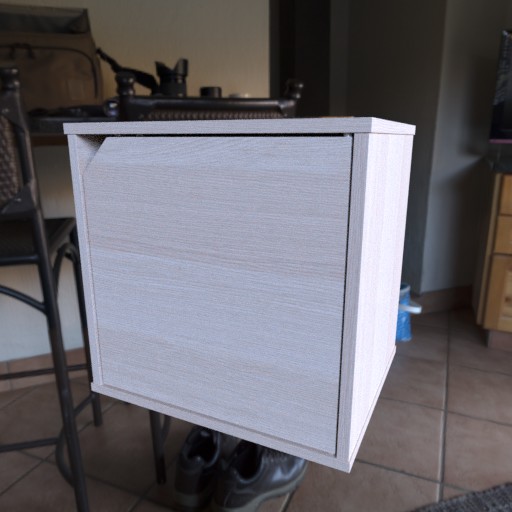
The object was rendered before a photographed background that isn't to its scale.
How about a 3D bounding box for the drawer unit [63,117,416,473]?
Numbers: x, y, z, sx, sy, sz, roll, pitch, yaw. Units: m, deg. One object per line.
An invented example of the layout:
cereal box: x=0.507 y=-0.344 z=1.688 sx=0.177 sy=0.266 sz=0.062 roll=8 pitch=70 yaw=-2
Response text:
drawer unit: x=0.000 y=0.000 z=0.603 sx=0.349 sy=0.344 sz=0.290 roll=7 pitch=16 yaw=25
